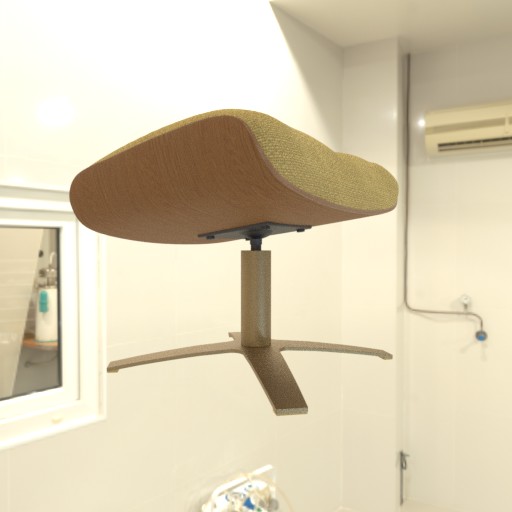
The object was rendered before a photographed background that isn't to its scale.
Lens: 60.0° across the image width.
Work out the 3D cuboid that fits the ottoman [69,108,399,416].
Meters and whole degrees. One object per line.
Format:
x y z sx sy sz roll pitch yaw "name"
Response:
0.000 0.000 0.806 0.394 0.391 0.520 1 1 35 "ottoman"
